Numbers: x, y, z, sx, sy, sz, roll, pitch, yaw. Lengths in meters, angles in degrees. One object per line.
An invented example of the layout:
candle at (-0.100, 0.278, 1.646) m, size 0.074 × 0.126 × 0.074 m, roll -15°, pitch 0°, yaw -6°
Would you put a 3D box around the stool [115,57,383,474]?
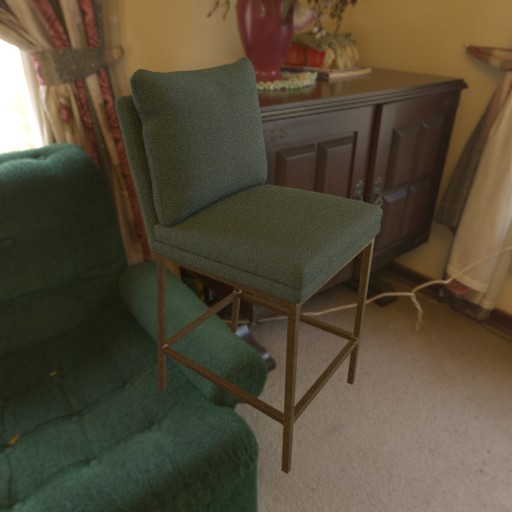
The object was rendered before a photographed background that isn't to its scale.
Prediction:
stool at (0.000, 0.000, 1.301) m, size 0.568 × 1.032 × 0.463 m, roll 19°, pitch 33°, yaw 31°
